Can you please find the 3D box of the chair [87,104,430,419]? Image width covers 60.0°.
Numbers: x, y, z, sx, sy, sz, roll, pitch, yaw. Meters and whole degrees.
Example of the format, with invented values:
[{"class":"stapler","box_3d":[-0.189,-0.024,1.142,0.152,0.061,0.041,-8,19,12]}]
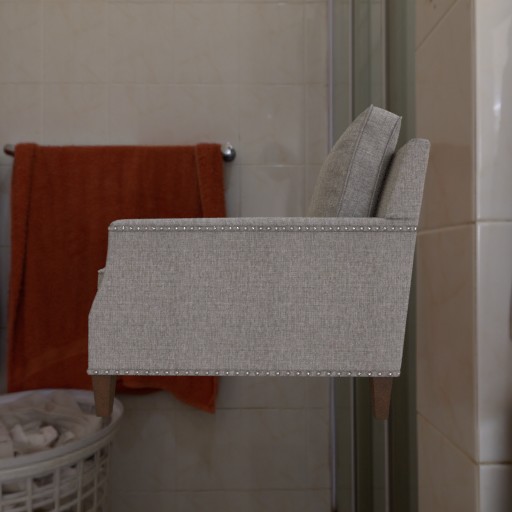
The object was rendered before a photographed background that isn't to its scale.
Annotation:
[{"class":"chair","box_3d":[0.000,0.000,1.685,1.014,0.943,0.853,0,0,1]}]
